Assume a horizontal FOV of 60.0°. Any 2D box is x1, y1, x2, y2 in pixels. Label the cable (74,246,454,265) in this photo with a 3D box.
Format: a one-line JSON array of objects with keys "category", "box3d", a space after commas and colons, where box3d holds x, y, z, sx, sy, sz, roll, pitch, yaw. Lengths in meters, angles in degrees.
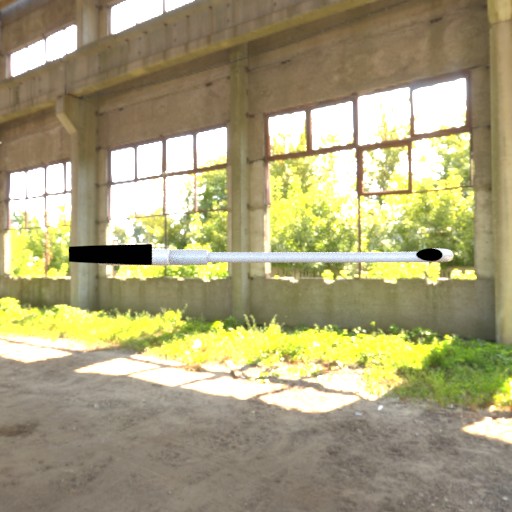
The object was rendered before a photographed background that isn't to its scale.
[{"category": "cable", "box3d": [0.000, 0.000, 0.111, 0.098, 0.006, 0.040, 0, -2, -2]}]
